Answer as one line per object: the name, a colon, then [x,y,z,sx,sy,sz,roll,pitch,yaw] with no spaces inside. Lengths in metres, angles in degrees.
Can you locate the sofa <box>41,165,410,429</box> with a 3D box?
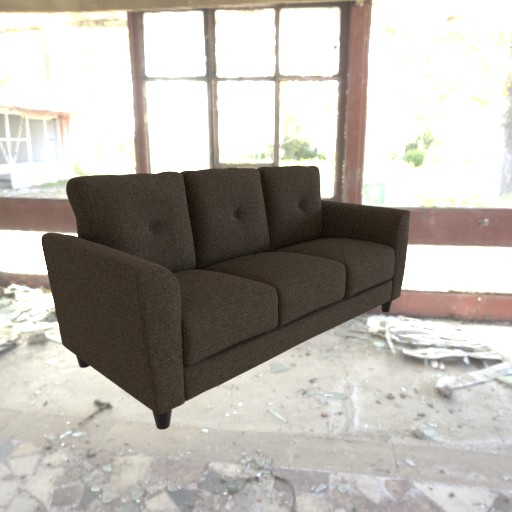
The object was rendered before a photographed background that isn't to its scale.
sofa: [0.000,0.000,2.325,0.837,0.891,1.847,13,19,43]
